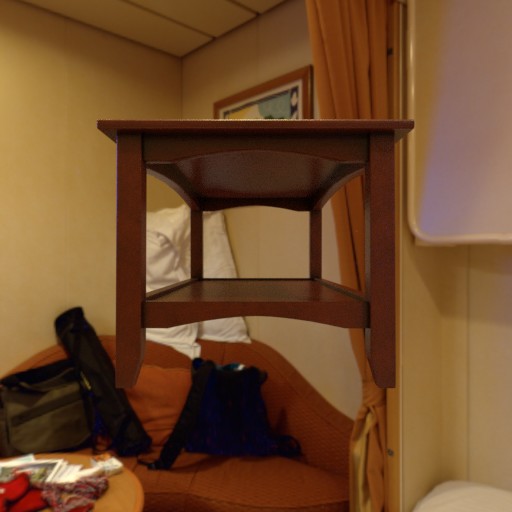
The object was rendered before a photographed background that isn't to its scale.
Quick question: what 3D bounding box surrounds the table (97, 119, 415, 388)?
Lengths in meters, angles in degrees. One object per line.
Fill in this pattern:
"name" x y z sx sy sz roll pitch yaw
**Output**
"table" 0.000 0.000 1.211 0.533 0.456 0.943 0 0 0
